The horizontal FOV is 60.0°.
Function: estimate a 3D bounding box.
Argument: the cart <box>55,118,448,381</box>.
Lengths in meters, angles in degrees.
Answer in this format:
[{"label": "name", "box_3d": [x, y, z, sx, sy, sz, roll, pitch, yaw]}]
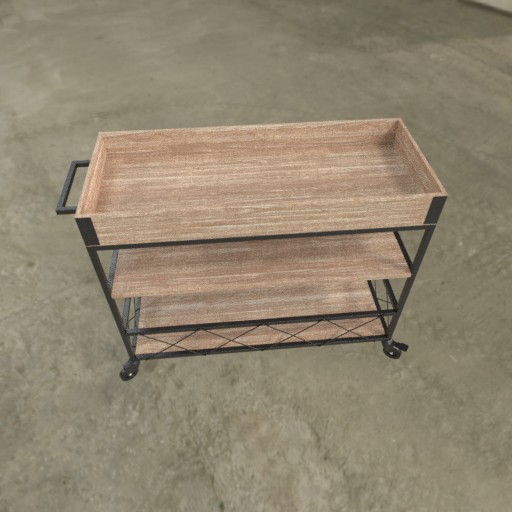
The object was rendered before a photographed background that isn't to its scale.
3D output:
[{"label": "cart", "box_3d": [0.000, 0.000, 1.553, 1.101, 0.787, 0.500, -4, 47, -4]}]
